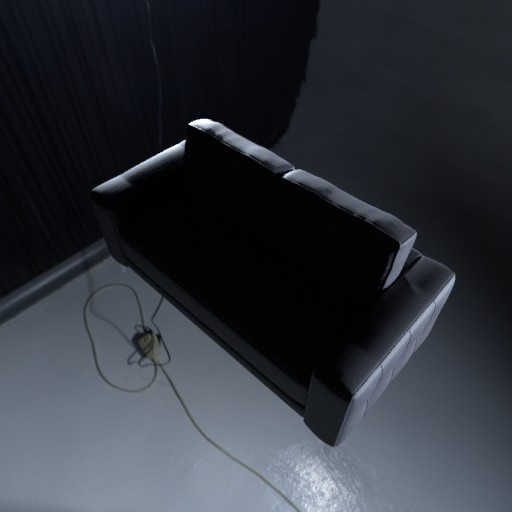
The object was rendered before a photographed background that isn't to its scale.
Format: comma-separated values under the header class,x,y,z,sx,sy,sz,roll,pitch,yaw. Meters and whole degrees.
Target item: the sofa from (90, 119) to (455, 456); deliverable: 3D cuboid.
class,x,y,z,sx,sy,sz,roll,pitch,yaw
sofa,0.000,0.000,2.288,1.726,0.893,0.833,35,56,28
